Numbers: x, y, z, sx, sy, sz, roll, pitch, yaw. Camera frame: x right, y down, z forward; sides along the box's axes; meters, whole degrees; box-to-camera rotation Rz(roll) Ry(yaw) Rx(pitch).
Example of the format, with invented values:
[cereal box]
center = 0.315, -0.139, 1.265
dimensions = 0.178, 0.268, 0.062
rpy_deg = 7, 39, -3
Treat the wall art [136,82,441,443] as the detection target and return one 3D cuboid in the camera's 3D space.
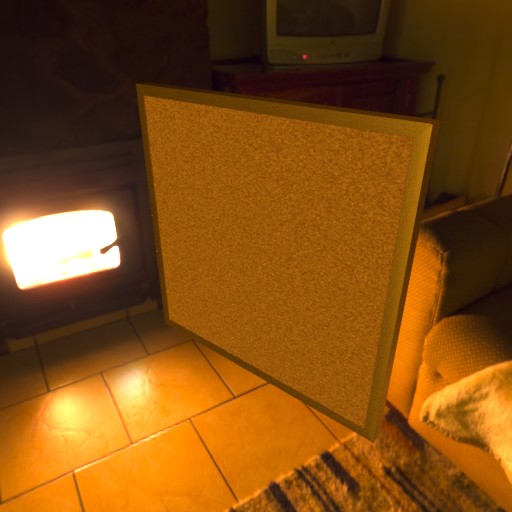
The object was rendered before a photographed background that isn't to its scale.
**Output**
[wall art]
center = 0.000, 0.000, 1.125
dimensions = 0.767, 0.765, 0.036
rpy_deg = 21, 35, 33
